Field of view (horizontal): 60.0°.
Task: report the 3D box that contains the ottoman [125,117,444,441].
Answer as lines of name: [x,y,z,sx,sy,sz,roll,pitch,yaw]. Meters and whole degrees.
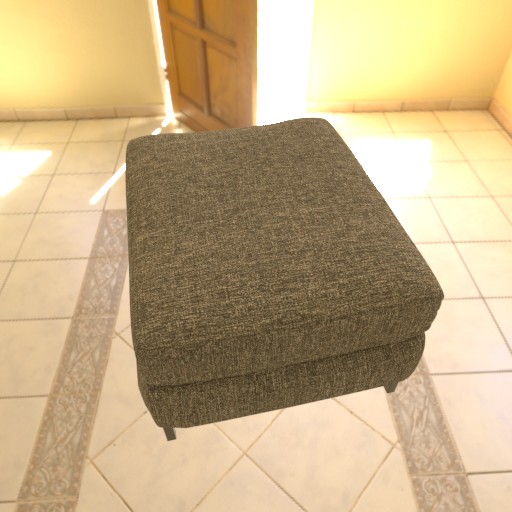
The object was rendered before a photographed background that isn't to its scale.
ottoman: [0.000,0.000,1.242,0.683,0.480,0.828,-9,46,-9]
